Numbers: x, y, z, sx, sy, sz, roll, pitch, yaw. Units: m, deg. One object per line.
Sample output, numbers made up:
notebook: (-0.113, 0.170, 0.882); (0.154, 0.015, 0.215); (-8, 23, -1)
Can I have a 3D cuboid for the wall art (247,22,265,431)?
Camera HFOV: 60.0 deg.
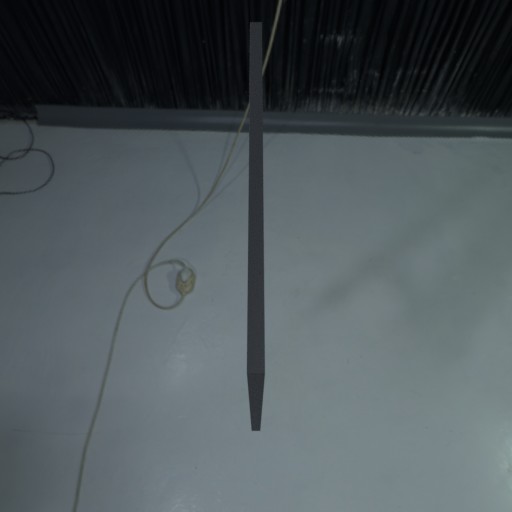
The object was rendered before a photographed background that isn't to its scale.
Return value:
wall art: (0.000, 0.000, 0.533); (0.012, 0.357, 0.358); (0, 63, 0)
